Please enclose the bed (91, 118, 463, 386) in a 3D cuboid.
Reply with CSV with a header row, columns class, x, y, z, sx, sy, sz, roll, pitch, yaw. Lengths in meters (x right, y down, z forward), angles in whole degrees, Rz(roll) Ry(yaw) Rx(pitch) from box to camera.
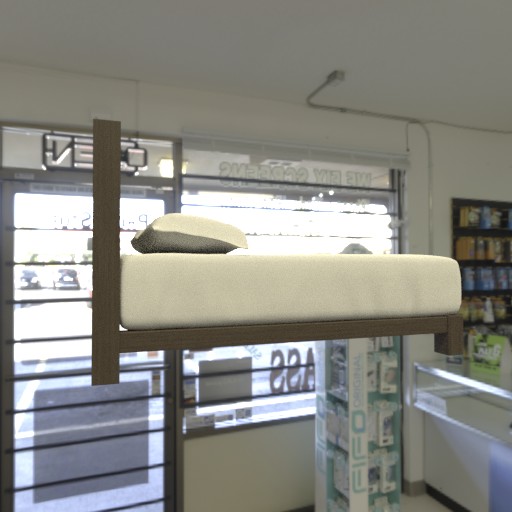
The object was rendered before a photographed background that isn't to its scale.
class,x,y,z,sx,sy,sz,roll,pitch,yaw
bed,0.000,0.000,3.284,2.242,1.270,1.727,0,-1,-19
